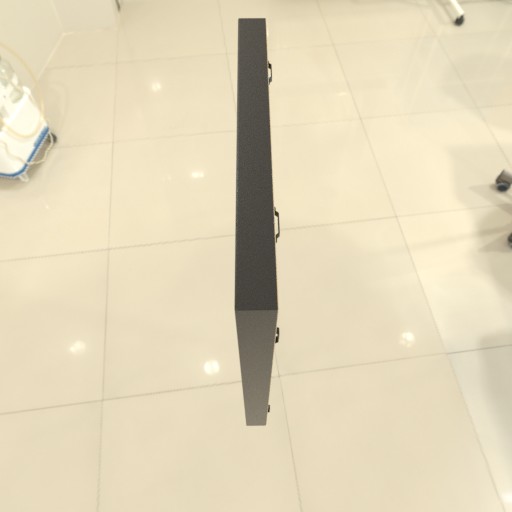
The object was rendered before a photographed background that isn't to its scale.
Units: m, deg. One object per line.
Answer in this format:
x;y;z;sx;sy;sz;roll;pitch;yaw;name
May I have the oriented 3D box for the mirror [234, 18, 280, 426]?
0.000;0.000;0.680;0.041;0.508;0.405;-1;59;0;mirror
